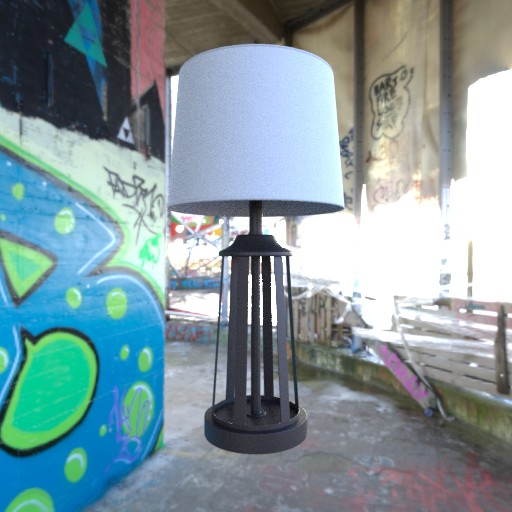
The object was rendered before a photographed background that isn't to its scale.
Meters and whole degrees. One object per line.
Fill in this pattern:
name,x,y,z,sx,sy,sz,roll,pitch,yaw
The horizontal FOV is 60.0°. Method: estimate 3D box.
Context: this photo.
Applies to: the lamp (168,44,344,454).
lamp,0.000,0.000,0.642,0.251,0.509,0.251,0,0,0
